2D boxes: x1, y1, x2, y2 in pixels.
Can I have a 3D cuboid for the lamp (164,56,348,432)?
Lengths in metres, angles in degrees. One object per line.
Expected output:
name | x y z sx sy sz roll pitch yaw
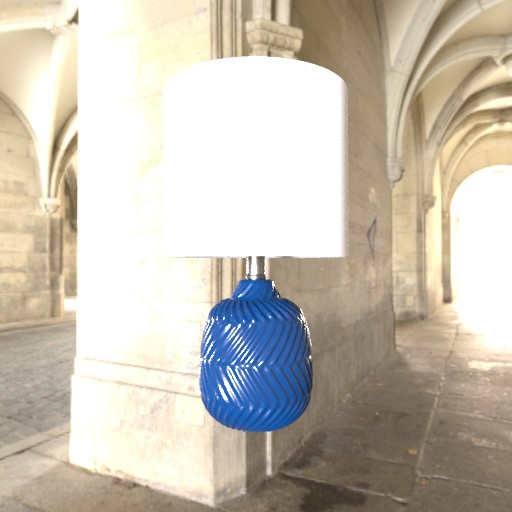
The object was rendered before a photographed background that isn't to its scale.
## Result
lamp | 0.000 0.000 0.498 0.203 0.368 0.203 0 -1 -18
